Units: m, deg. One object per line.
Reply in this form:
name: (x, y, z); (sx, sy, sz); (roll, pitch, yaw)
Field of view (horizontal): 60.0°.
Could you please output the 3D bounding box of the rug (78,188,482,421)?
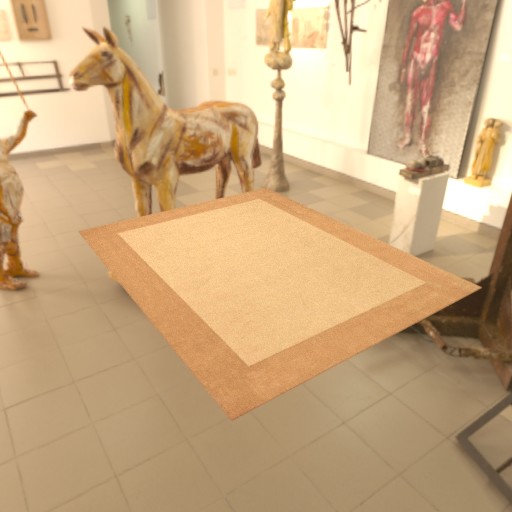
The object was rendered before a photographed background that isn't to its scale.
rug: (0.000, 0.000, 4.165); (2.438, 0.014, 3.048); (-18, 33, -30)
